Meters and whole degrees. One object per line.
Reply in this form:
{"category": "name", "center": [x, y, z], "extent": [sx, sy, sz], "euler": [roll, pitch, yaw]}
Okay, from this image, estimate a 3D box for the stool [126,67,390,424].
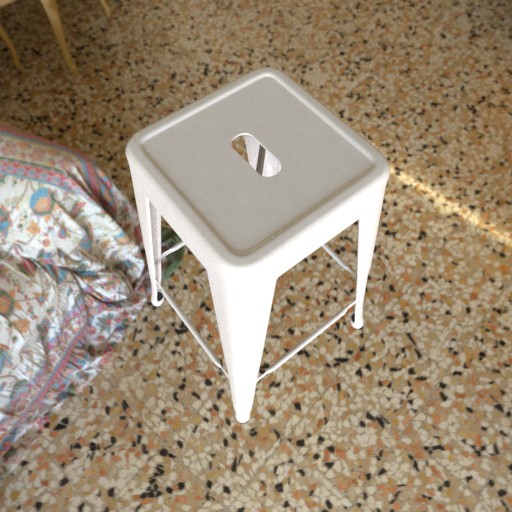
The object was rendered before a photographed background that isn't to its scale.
{"category": "stool", "center": [0.000, 0.000, 0.900], "extent": [0.406, 0.610, 0.406], "euler": [-35, 67, -17]}
